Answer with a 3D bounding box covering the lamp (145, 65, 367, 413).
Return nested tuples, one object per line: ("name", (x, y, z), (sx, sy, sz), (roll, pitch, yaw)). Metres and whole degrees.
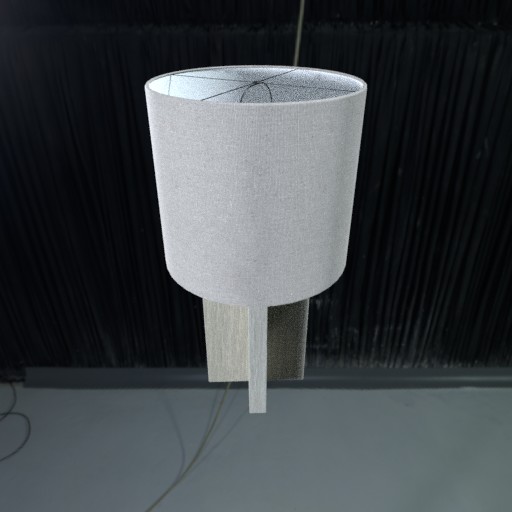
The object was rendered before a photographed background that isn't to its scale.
("lamp", (0.000, 0.000, 0.574), (0.229, 0.428, 0.229), (-1, 31, -2))
